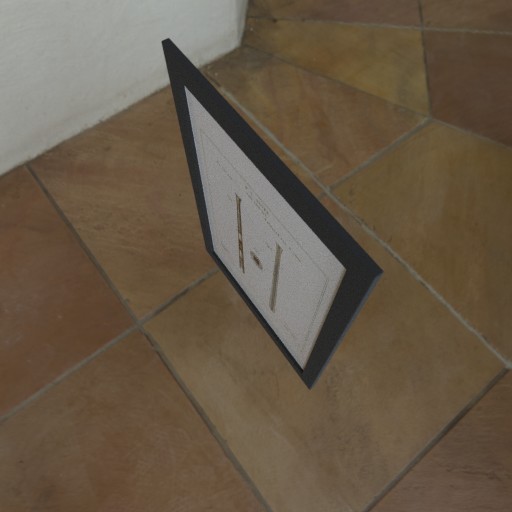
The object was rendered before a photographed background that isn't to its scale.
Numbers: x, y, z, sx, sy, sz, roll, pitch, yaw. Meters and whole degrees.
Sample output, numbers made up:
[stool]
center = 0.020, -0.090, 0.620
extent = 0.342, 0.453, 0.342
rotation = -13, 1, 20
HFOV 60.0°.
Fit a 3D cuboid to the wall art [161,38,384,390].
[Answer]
[wall art]
center = 0.000, 0.000, 0.690
extent = 0.012, 0.529, 0.374
rotation = -32, 67, -15
